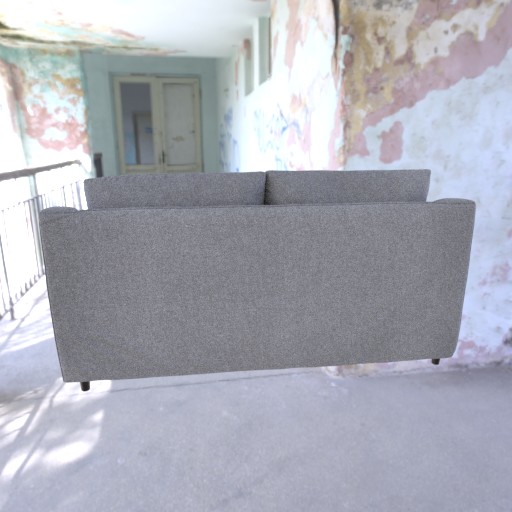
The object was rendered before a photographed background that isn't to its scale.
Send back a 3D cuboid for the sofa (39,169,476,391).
[{"bbox_3d":[0.000,0.000,2.561,2.010,1.018,1.072,-2,15,-8],"label":"sofa"}]
